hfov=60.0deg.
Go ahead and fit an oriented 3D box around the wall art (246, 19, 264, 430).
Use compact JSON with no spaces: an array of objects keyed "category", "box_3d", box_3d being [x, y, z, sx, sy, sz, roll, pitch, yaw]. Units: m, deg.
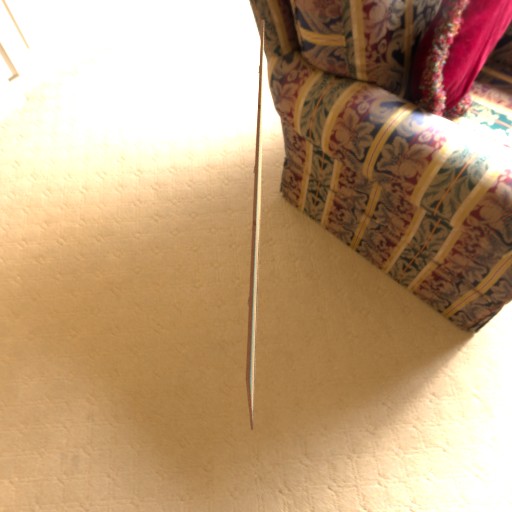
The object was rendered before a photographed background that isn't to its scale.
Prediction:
[{"category":"wall art","box_3d":[0.000,0.000,2.271,0.019,1.532,1.533,2,64,1]}]
